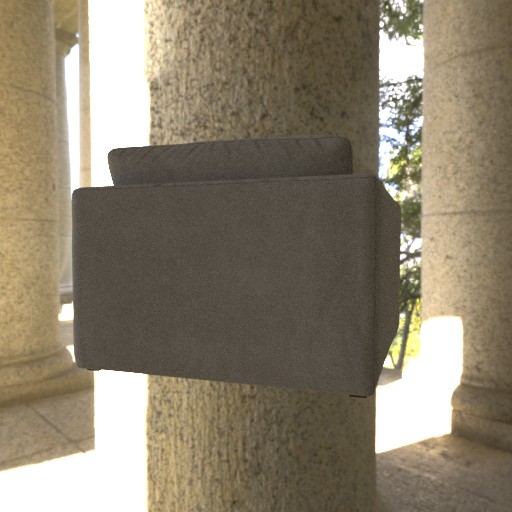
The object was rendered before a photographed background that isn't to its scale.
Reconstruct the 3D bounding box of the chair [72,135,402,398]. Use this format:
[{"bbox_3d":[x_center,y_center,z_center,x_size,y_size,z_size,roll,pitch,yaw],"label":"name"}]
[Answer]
[{"bbox_3d":[0.000,0.000,1.903,1.190,0.845,1.091,0,1,17],"label":"chair"}]
